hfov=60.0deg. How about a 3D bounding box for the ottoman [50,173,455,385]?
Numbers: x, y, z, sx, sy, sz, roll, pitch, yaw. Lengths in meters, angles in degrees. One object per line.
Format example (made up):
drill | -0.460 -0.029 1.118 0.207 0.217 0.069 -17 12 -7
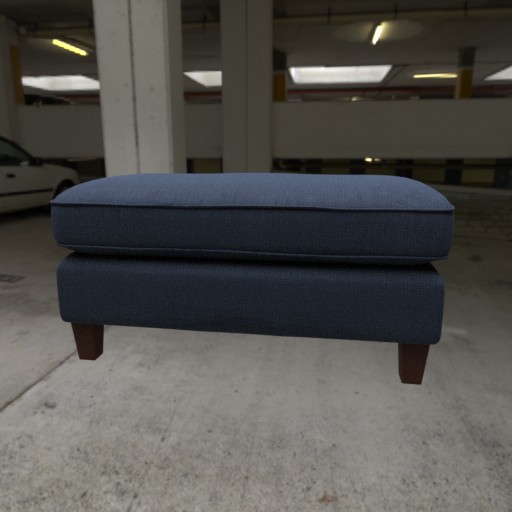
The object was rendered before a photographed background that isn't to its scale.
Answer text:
ottoman | 0.000 0.000 1.202 0.885 0.438 0.570 2 14 8
